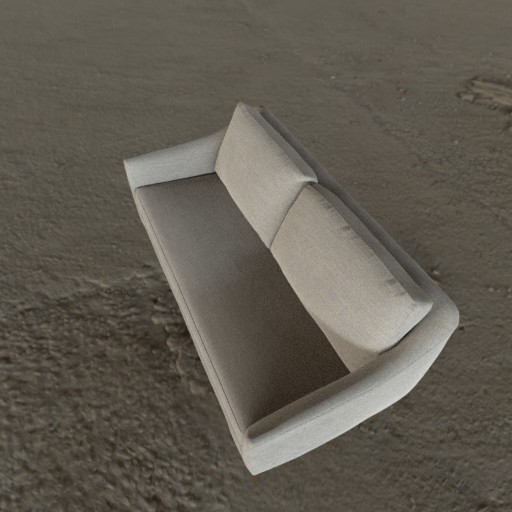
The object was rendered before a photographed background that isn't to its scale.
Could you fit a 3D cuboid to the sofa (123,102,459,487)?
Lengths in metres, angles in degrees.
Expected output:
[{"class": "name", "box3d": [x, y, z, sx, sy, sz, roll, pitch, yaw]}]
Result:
[{"class": "sofa", "box3d": [0.000, 0.000, 2.490, 0.980, 0.913, 2.036, -18, 49, -17]}]
